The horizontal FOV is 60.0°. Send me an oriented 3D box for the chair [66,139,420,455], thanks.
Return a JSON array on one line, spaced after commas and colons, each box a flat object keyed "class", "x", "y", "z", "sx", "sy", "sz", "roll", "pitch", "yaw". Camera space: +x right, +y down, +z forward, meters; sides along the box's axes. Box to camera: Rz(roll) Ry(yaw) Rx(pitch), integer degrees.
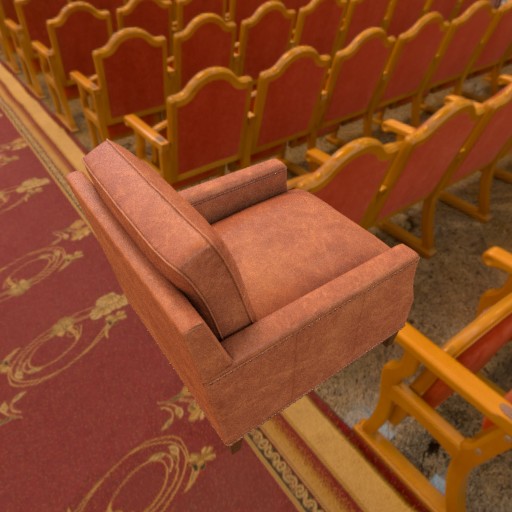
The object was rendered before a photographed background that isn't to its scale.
[{"class": "chair", "x": 0.000, "y": 0.000, "z": 1.700, "sx": 1.014, "sy": 0.943, "sz": 0.853, "roll": -25, "pitch": 48, "yaw": -26}]
